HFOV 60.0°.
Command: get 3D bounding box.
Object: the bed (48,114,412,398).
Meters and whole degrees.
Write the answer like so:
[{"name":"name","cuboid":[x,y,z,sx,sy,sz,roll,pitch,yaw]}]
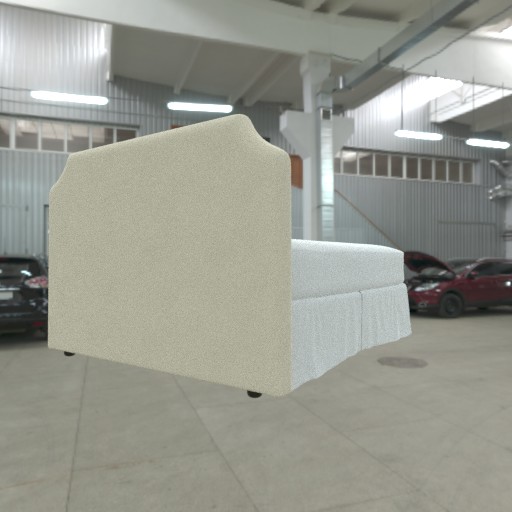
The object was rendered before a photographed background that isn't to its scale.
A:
[{"name":"bed","cuboid":[0.000,0.000,3.284,1.827,1.296,2.209,0,0,35]}]
